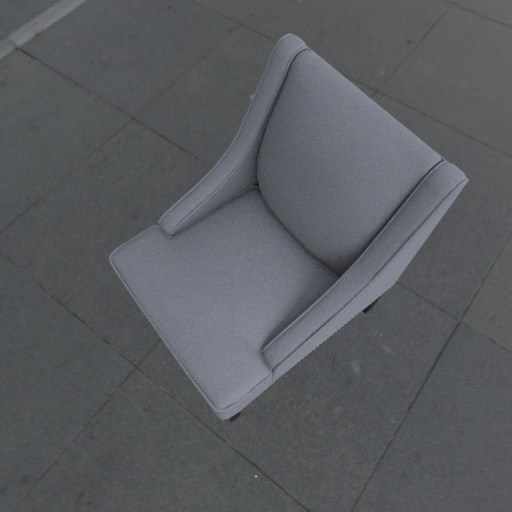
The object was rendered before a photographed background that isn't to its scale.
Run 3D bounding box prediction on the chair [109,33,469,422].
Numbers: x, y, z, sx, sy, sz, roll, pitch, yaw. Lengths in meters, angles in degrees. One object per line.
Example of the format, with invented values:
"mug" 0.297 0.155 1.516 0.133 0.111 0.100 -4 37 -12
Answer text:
"chair" 0.000 0.000 1.373 0.747 0.867 0.631 -35 69 -16
